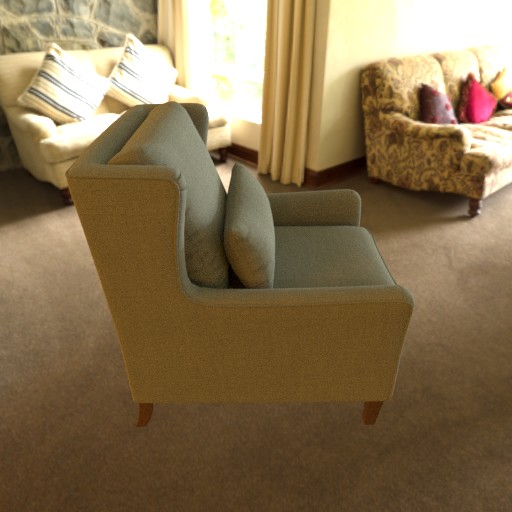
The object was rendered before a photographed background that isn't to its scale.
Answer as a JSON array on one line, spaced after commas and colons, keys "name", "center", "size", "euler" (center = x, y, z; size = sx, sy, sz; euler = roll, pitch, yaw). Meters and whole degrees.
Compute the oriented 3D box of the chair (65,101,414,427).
[{"name": "chair", "center": [0.000, 0.000, 1.748], "size": [1.040, 1.056, 0.866], "euler": [0, 31, -1]}]
